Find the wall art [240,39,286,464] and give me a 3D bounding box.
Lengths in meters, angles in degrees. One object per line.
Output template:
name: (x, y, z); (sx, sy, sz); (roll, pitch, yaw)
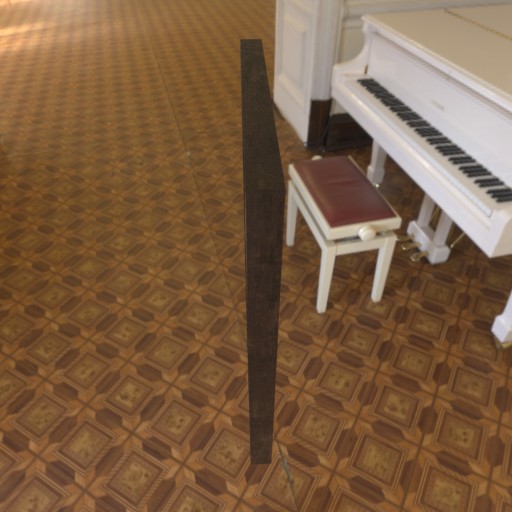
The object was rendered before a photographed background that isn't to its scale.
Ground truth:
wall art: (0.000, 0.000, 0.544); (0.027, 0.406, 0.329); (-1, 42, -2)
